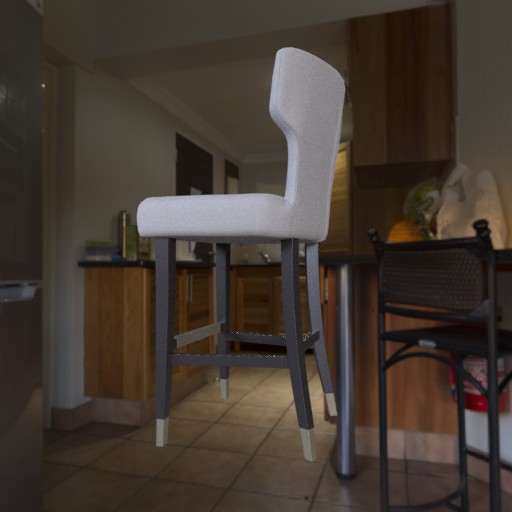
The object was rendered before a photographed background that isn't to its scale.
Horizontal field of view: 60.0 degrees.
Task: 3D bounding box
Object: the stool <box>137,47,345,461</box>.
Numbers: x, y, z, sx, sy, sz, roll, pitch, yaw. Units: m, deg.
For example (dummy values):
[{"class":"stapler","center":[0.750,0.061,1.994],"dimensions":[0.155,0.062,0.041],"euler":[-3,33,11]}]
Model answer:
[{"class":"stool","center":[0.000,0.000,1.429],"dimensions":[0.563,1.092,0.526],"euler":[0,-1,19]}]
